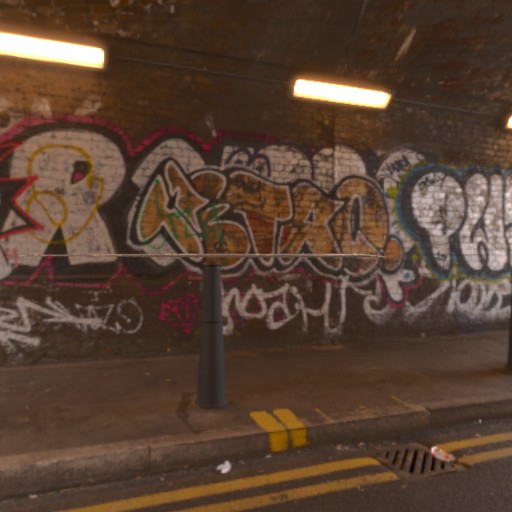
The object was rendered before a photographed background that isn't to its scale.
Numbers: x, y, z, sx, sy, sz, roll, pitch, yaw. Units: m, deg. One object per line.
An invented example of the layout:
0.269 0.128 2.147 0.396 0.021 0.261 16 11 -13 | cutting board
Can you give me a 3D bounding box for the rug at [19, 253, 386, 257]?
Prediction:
0.000 0.000 2.165 1.148 0.010 1.754 0 0 19 | rug
